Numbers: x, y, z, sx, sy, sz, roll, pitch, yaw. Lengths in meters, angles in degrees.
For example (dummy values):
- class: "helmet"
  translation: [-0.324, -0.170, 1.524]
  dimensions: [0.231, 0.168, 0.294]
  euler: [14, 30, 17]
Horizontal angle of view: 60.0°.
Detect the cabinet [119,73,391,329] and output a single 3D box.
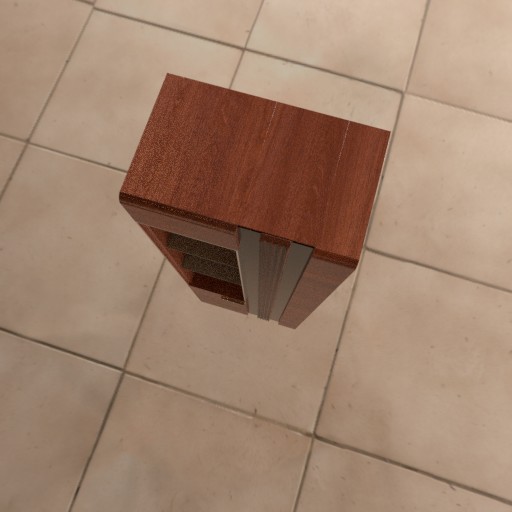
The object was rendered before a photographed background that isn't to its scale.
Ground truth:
- class: "cabinet"
  translation: [0.000, 0.000, 2.166]
  dimensions: [0.660, 1.980, 0.420]
  euler: [16, 76, 4]
